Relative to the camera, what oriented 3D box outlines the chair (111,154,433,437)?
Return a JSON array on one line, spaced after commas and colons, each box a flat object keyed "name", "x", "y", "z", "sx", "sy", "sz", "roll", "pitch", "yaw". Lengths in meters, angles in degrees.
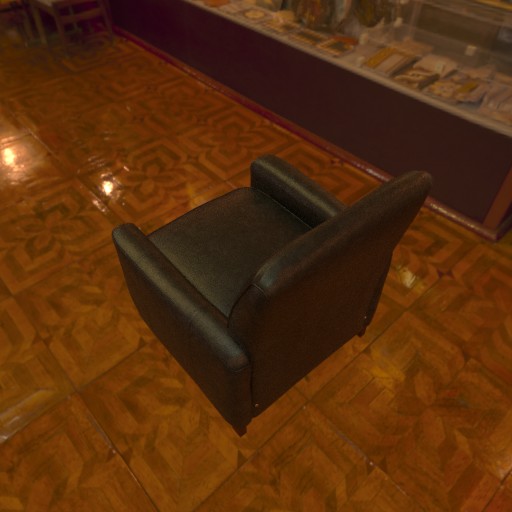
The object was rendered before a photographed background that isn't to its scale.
[{"name": "chair", "x": 0.000, "y": 0.000, "z": 1.716, "sx": 0.848, "sy": 1.014, "sz": 0.864, "roll": -32, "pitch": 54, "yaw": -26}]
